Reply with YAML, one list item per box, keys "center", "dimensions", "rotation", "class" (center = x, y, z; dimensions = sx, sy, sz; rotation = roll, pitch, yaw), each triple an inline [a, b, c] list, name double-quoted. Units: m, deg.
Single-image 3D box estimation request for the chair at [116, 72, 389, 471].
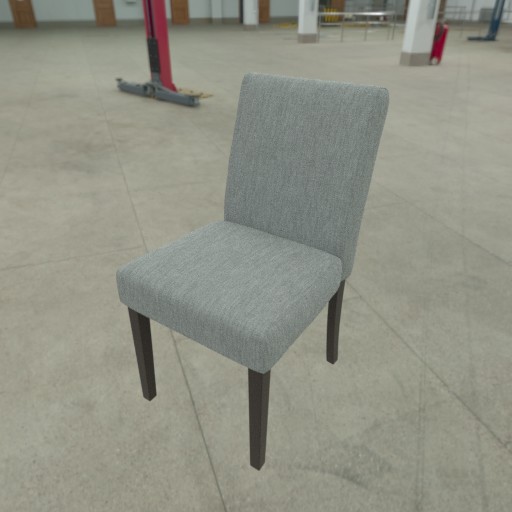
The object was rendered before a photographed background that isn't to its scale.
- center: [0.000, 0.000, 1.264]
  dimensions: [0.487, 0.884, 0.629]
  rotation: [19, 36, 29]
  class: "chair"
